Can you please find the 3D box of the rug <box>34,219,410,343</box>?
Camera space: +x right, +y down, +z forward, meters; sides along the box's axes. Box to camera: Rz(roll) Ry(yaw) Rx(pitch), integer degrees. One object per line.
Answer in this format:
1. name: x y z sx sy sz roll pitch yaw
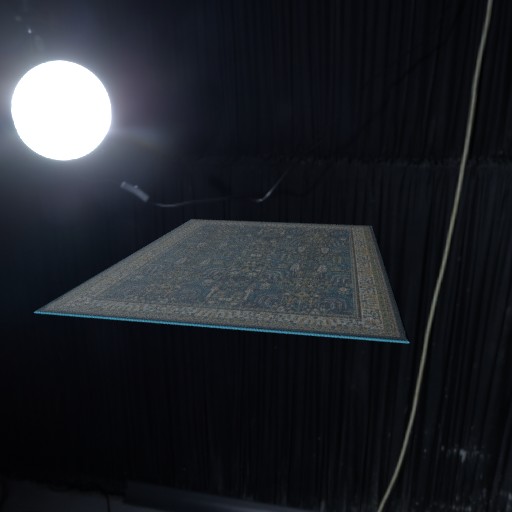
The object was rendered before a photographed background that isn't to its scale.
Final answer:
1. rug: 0.000 0.000 3.984 2.226 0.015 3.044 3 16 10
